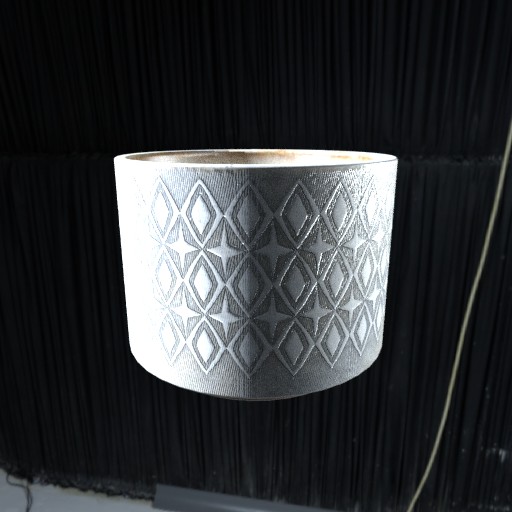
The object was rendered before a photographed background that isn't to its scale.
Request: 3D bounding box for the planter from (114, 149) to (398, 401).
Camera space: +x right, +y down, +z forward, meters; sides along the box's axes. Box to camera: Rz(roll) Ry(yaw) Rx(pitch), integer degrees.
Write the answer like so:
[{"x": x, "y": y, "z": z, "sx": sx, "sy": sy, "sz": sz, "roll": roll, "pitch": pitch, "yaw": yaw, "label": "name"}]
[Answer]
[{"x": 0.000, "y": 0.000, "z": 0.324, "sx": 0.186, "sy": 0.144, "sz": 0.186, "roll": 0, "pitch": 16, "yaw": 0, "label": "planter"}]
